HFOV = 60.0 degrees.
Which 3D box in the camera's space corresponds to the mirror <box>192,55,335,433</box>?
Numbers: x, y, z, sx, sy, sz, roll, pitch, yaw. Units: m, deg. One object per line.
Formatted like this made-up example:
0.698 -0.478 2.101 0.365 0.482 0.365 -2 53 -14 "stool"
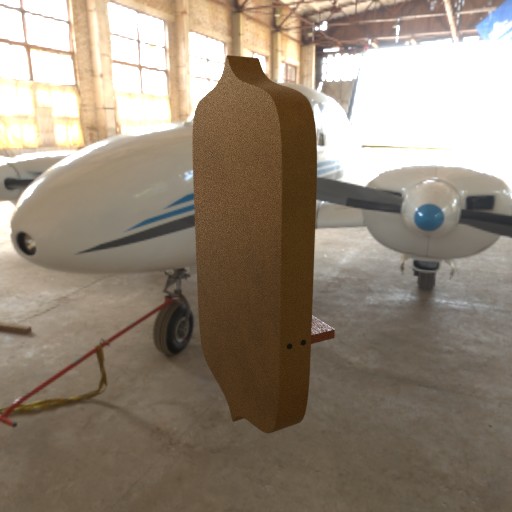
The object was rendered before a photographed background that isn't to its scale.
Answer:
0.000 0.000 0.743 0.096 0.613 0.323 -8 18 -27 "mirror"
